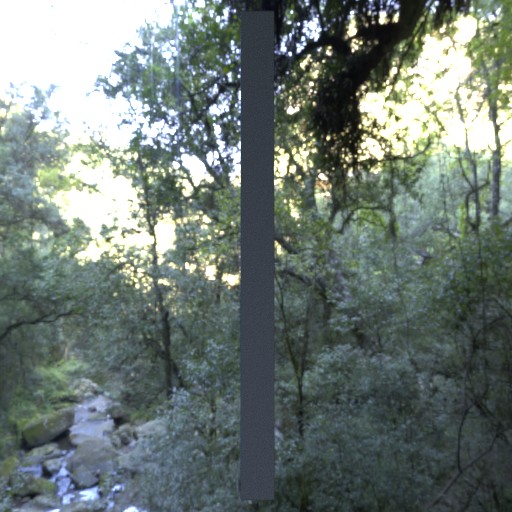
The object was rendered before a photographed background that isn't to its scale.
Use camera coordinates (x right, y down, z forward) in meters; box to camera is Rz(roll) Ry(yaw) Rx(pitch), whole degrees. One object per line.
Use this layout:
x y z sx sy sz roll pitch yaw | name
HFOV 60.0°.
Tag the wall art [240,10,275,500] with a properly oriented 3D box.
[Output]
0.000 0.000 0.723 0.039 0.553 0.445 0 -1 0 | wall art
